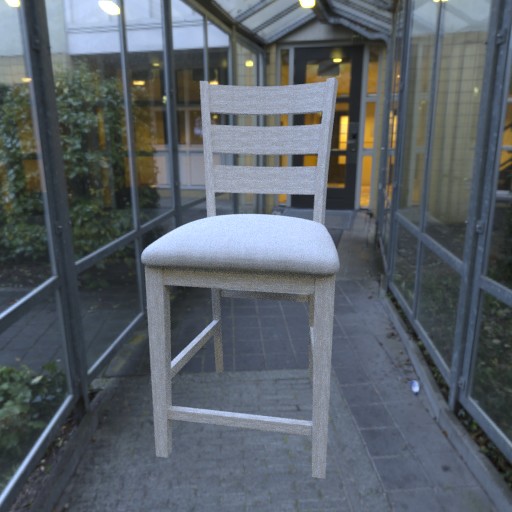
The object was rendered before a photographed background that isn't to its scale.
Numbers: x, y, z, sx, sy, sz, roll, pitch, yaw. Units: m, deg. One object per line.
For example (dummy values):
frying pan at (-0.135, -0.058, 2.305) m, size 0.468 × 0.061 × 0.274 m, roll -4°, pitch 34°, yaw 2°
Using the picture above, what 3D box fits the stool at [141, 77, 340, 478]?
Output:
stool at (0.000, 0.000, 1.314) m, size 0.484 × 1.032 × 0.569 m, roll 3°, pitch 15°, yaw 10°
